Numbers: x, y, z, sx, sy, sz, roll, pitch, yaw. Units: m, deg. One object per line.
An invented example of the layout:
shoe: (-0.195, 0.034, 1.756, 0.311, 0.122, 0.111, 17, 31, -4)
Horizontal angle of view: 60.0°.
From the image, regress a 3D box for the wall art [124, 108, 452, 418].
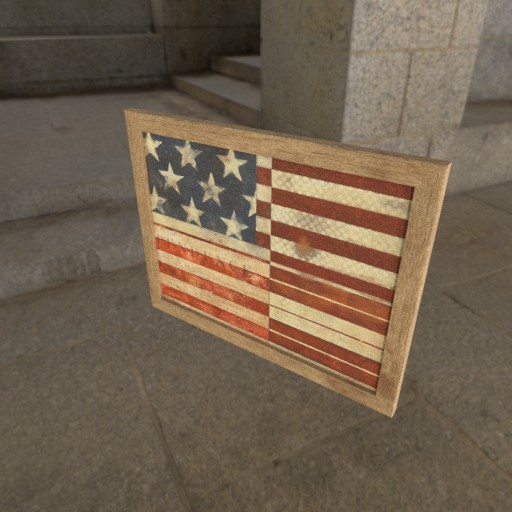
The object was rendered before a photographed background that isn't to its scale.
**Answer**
wall art: (0.000, 0.000, 0.954, 0.690, 0.535, 0.026, 19, 35, 29)
